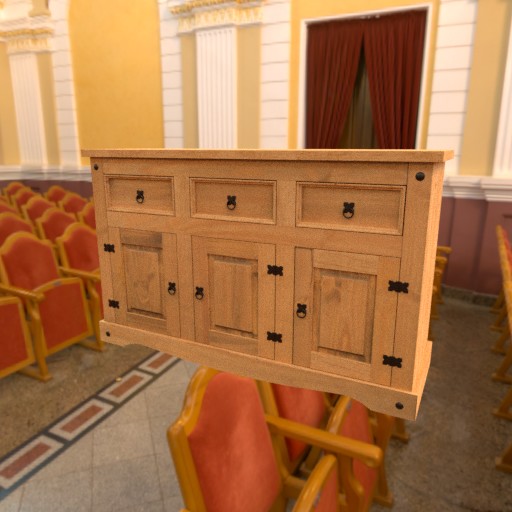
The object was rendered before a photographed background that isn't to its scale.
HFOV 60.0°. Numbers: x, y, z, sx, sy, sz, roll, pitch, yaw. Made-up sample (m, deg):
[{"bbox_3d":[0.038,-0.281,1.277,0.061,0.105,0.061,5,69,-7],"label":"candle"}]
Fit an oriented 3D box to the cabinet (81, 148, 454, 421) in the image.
[{"bbox_3d":[0.000,0.000,1.734,1.321,0.810,0.432,7,16,26],"label":"cabinet"}]
